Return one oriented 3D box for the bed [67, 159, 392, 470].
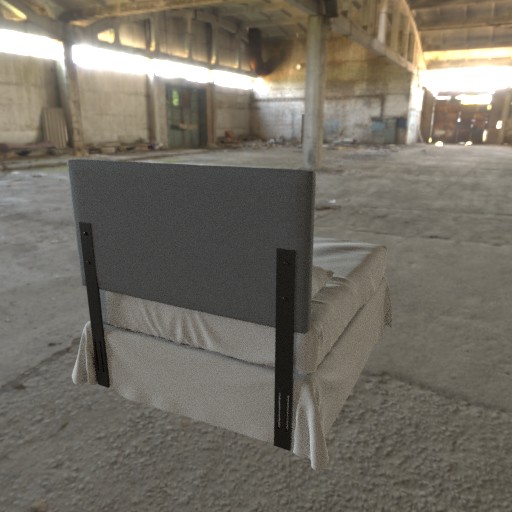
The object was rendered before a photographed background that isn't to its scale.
[{"bbox_3d":[0.000,0.000,3.499,1.936,1.577,2.222,8,18,26],"label":"bed"}]
